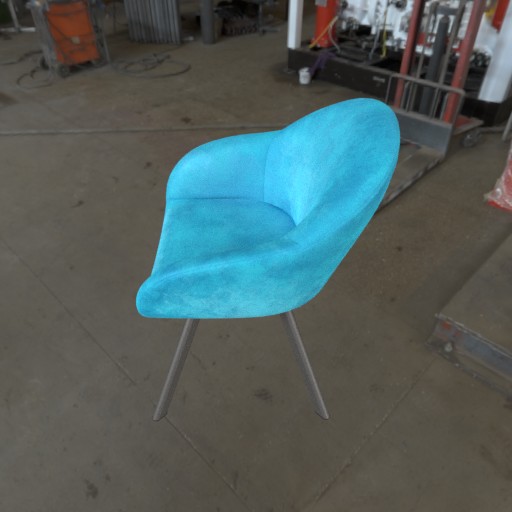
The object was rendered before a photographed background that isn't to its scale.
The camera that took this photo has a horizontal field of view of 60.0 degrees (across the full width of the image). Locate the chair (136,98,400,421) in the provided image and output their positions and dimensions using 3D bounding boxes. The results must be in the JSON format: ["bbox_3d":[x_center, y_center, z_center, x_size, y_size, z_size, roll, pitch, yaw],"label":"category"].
[{"bbox_3d":[0.000,0.000,1.177,0.590,0.795,0.550,0,40,0],"label":"chair"}]
